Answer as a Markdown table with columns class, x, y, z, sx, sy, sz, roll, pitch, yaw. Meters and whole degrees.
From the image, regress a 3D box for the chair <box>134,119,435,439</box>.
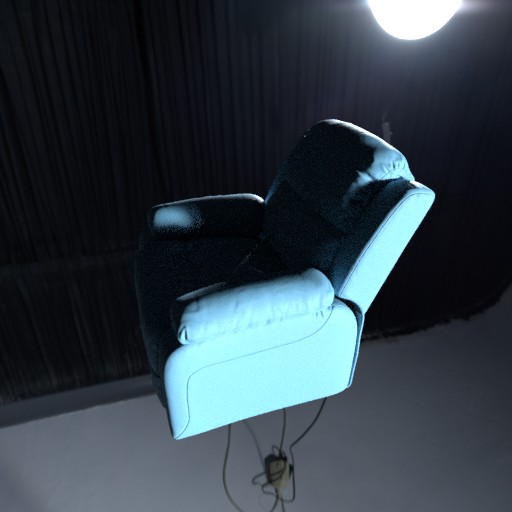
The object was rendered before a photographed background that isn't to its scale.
| class | x | y | z | sx | sy | sz | roll | pitch | yaw |
| --- | --- | --- | --- | --- | --- | --- | --- | --- | --- |
| chair | 0.000 | 0.000 | 1.310 | 0.709 | 0.702 | 0.680 | -9 | 32 | -15 |
